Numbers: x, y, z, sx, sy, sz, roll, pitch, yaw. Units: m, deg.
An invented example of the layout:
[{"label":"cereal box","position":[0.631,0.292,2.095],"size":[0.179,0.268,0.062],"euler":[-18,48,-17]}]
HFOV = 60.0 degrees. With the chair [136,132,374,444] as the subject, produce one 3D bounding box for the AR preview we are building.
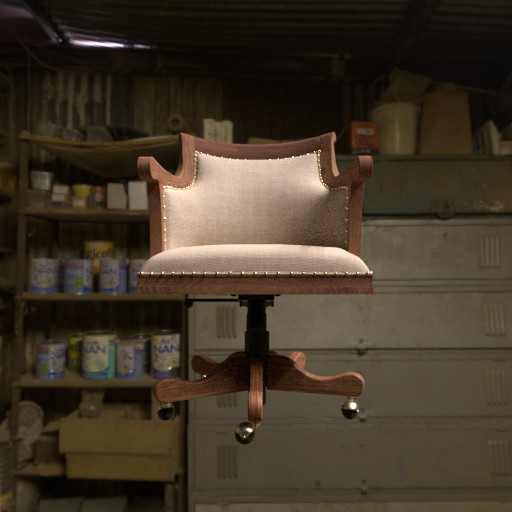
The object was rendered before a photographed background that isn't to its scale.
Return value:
[{"label":"chair","position":[0.000,0.000,1.435],"size":[0.656,0.965,0.689],"euler":[0,-2,1]}]
